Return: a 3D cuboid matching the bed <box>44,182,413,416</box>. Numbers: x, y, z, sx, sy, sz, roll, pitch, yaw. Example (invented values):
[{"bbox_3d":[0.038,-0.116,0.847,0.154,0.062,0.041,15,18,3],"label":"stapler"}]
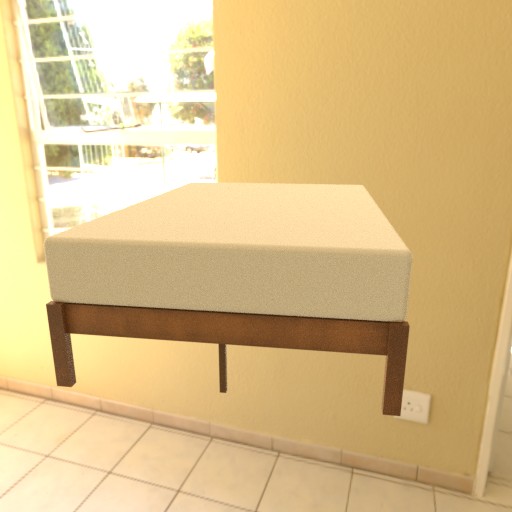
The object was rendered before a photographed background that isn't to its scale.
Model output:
[{"bbox_3d":[0.000,0.000,2.539,1.348,0.616,1.927,2,16,8],"label":"bed"}]
